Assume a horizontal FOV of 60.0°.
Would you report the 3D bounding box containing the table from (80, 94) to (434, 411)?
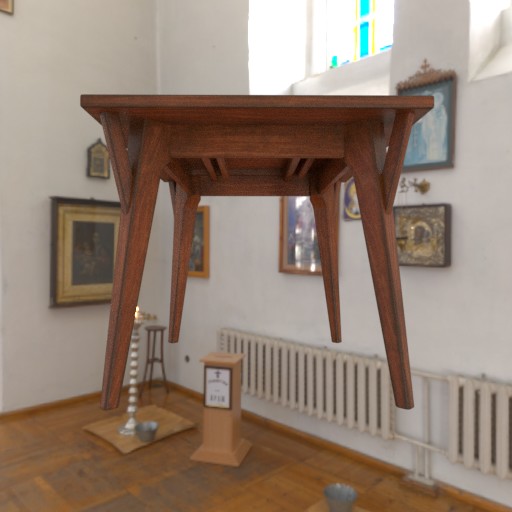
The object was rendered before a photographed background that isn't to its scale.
[{"bbox_3d":[0.000,0.000,1.539,0.838,0.761,0.991,0,-1,-1],"label":"table"}]
